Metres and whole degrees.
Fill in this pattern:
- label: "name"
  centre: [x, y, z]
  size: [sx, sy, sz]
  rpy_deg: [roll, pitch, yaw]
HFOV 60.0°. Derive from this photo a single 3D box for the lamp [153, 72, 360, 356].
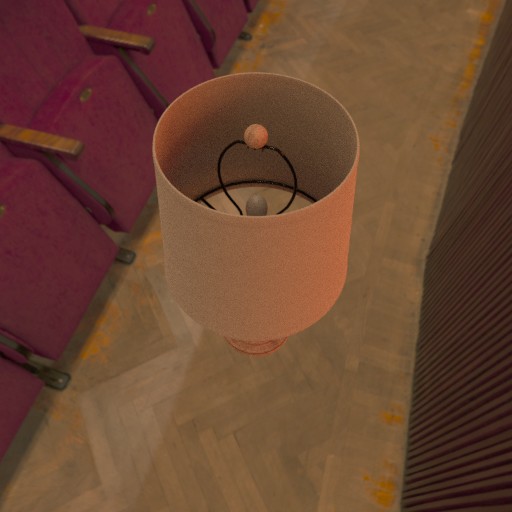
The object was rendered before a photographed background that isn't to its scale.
- label: "lamp"
  centre: [0.000, 0.000, 0.668]
  size: [0.273, 0.497, 0.273]
  rpy_deg: [0, 58, 0]
